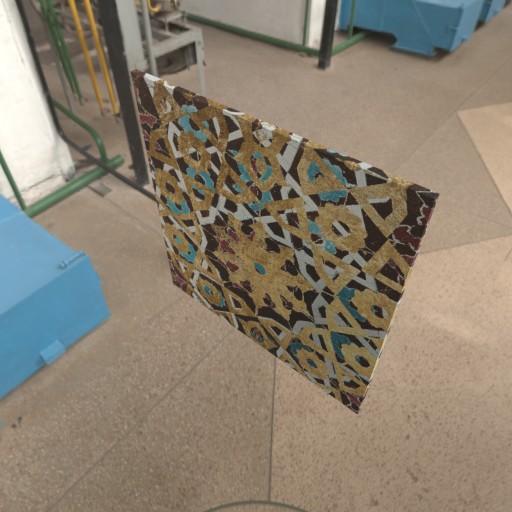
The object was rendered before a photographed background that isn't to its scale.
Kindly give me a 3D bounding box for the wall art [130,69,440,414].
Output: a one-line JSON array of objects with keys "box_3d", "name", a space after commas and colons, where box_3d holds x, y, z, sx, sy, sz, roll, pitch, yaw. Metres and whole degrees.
[{"box_3d": [0.000, 0.000, 0.613, 0.404, 0.406, 0.010, 31, 53, 27], "name": "wall art"}]
